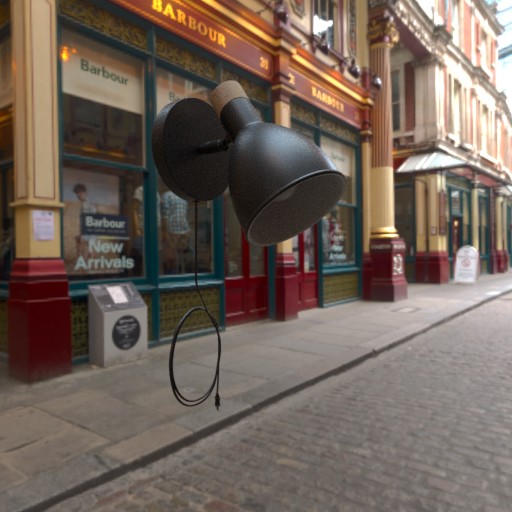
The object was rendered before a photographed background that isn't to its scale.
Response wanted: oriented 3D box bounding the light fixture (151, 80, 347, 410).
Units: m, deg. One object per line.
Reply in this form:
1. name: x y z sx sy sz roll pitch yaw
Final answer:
1. light fixture: 0.000 0.000 0.494 0.203 0.401 0.127 0 0 36
